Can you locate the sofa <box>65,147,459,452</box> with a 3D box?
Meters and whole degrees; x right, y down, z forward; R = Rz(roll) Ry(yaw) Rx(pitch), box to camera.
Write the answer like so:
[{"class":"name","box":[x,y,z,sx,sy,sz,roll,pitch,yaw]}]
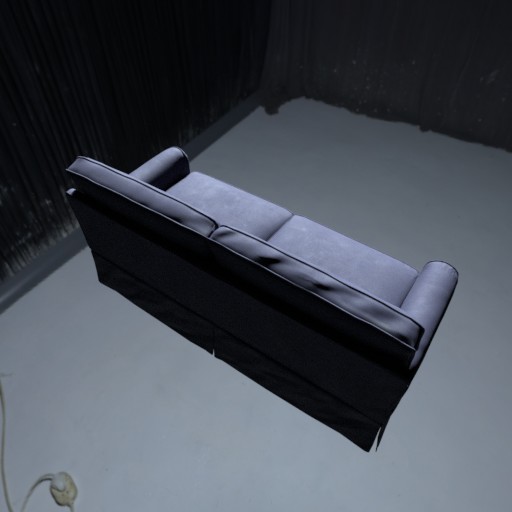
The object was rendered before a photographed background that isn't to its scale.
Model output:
[{"class":"sofa","box":[0.000,0.000,2.783,2.256,1.094,0.983,27,53,22]}]
